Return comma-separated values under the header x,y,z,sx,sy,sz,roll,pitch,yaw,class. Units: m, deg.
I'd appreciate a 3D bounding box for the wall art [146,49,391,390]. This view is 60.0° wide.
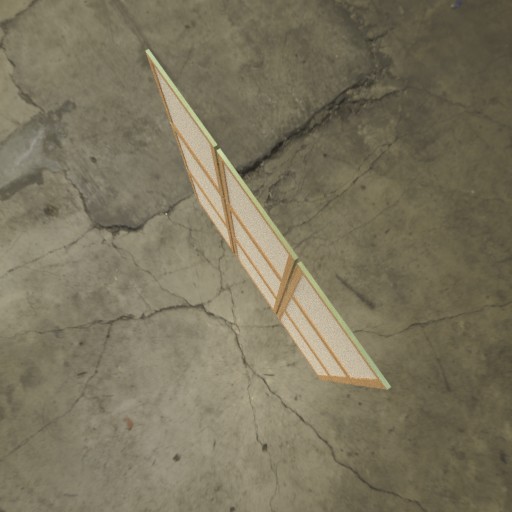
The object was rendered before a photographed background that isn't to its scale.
x,y,z,sx,sy,sz,roll,pitch,yaw,class
0.000,0.000,1.840,0.013,1.219,1.214,-33,78,-8,wall art
